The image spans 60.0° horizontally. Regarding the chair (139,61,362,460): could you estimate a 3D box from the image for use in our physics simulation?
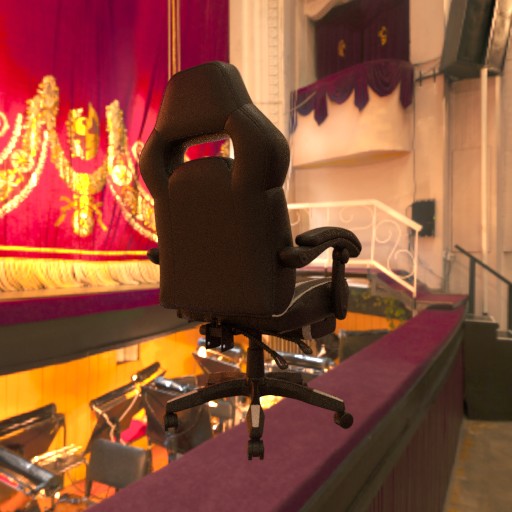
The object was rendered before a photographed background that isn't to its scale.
[{"bbox_3d":[0.000,0.000,1.648,0.676,1.200,0.700,0,1,35],"label":"chair"}]
